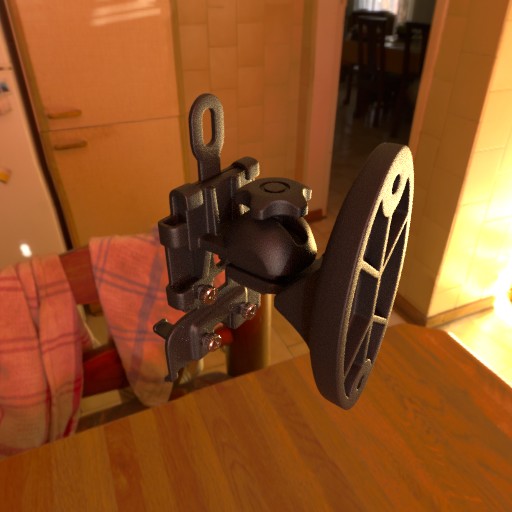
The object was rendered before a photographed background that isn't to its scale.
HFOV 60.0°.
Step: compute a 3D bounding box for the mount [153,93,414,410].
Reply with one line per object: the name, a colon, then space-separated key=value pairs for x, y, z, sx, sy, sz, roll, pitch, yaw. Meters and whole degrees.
mount: x=0.000 y=0.000 z=0.176 sx=0.100 sy=0.118 sz=0.066 roll=21 pitch=38 yaw=30
